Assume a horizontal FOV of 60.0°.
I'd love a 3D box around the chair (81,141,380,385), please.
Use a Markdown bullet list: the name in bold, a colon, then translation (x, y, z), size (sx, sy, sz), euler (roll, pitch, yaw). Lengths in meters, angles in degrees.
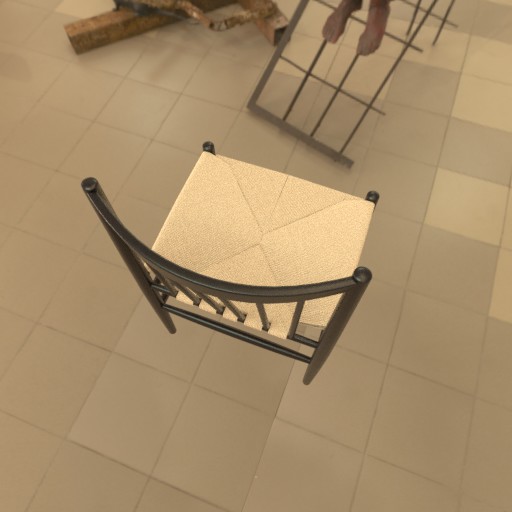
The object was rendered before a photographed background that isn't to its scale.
- **chair**: translation (0.000, 0.000, 1.117), size (0.495, 0.818, 0.516), euler (19, 65, 9)
